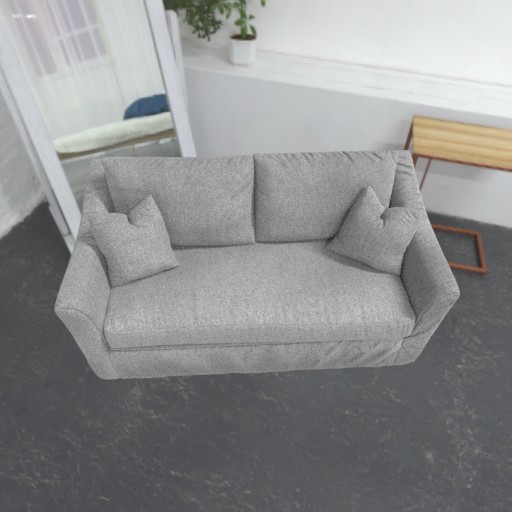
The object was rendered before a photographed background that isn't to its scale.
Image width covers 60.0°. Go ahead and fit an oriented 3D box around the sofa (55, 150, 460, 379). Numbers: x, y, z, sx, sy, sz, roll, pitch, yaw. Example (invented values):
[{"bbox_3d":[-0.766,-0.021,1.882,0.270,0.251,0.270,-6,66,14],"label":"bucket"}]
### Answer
[{"bbox_3d":[0.000,0.000,2.650,2.010,1.018,1.072,-2,47,-2],"label":"sofa"}]
